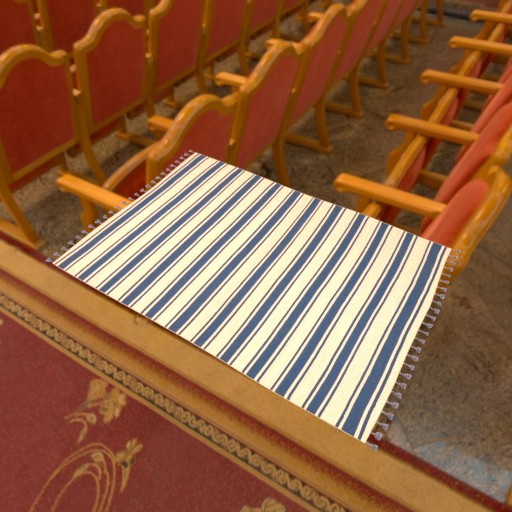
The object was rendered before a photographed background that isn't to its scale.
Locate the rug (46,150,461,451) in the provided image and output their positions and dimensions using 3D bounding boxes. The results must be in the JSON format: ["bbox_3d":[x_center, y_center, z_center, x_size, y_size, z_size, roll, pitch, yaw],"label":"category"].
[{"bbox_3d":[0.000,0.000,2.930,2.315,0.010,1.544,24,51,22],"label":"rug"}]
